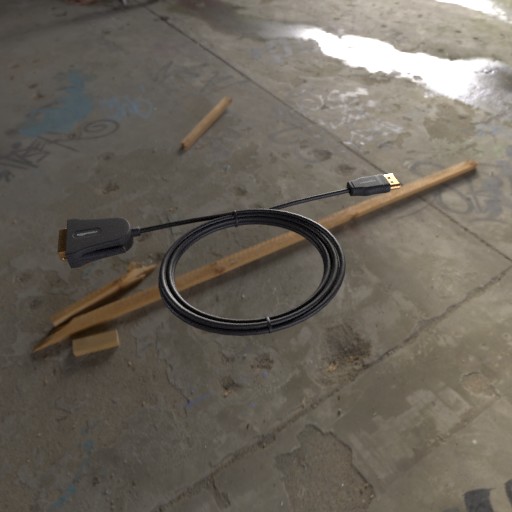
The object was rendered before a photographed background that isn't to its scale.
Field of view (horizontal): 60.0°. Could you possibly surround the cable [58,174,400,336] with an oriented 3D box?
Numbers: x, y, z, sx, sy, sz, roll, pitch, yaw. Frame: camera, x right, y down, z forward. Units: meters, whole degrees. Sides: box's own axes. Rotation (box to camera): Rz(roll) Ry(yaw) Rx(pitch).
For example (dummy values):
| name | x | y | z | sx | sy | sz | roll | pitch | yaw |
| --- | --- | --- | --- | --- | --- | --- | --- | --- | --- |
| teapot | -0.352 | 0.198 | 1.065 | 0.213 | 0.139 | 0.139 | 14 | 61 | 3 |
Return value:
| name | x | y | z | sx | sy | sz | roll | pitch | yaw |
| --- | --- | --- | --- | --- | --- | --- | --- | --- | --- |
| cable | 0.000 | 0.000 | 0.327 | 0.281 | 0.015 | 0.136 | -10 | 48 | -9 |
